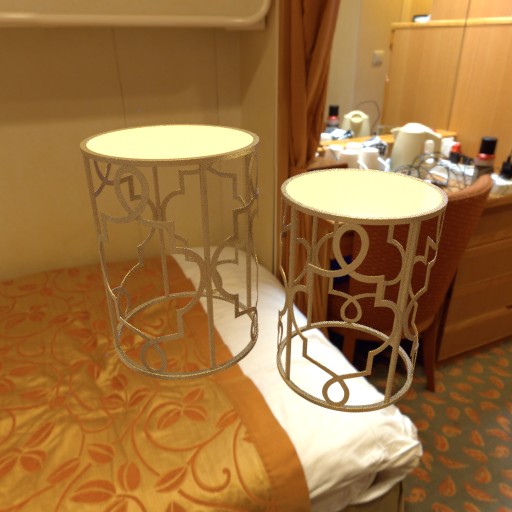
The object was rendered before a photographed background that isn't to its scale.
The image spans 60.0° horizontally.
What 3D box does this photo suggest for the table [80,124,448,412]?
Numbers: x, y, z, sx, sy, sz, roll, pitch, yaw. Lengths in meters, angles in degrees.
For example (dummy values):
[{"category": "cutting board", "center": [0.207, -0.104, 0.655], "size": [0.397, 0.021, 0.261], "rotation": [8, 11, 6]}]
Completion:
[{"category": "table", "center": [0.000, 0.000, 1.135], "size": [0.846, 0.564, 0.420], "rotation": [8, 27, 16]}]
